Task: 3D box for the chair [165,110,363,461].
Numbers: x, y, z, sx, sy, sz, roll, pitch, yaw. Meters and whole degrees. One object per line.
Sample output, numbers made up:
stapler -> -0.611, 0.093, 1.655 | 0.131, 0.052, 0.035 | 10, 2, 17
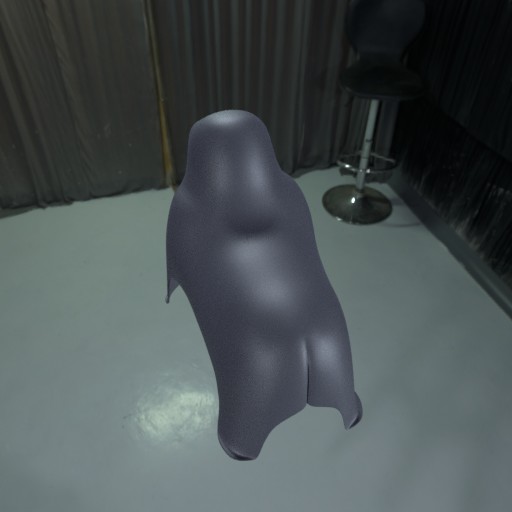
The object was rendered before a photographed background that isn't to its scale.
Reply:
chair -> 0.000, 0.000, 1.154 | 0.490, 0.600, 0.758 | -12, 43, -13
